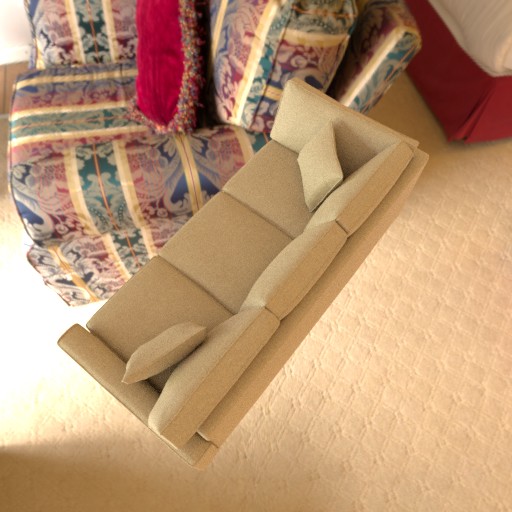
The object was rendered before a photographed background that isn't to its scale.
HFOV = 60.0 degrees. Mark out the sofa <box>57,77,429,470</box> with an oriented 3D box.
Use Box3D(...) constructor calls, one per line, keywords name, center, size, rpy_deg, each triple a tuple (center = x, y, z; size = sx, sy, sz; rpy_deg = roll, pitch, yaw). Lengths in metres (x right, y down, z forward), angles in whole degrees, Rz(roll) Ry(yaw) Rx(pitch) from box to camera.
Box3D(name="sofa", center=(0.000, 0.000, 2.821), size=(1.061, 0.962, 2.317), rpy_deg=(35, 68, 17))
